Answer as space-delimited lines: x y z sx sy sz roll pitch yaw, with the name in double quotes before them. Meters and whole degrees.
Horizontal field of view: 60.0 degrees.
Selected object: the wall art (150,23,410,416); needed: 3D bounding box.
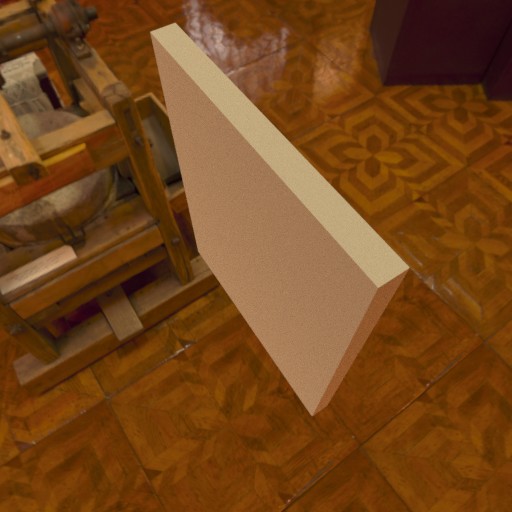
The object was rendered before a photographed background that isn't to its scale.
"wall art" 0.000 0.000 0.729 0.039 0.553 0.451 -29 63 -16
